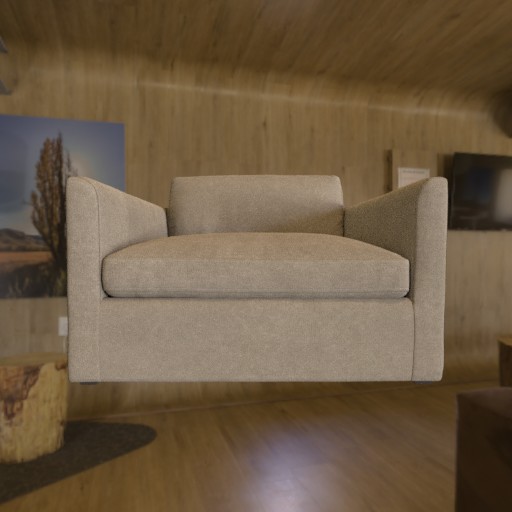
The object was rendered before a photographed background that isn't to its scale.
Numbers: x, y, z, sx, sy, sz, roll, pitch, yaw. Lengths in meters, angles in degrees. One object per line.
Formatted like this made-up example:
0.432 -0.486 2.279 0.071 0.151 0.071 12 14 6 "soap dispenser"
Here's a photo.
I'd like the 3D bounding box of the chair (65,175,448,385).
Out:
0.000 0.000 1.887 1.190 0.845 1.091 0 0 0 "chair"
